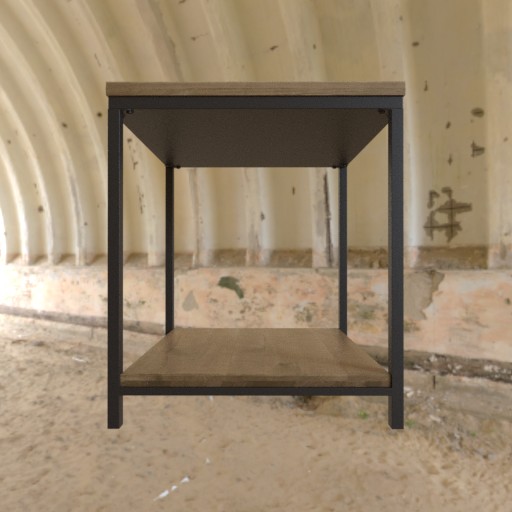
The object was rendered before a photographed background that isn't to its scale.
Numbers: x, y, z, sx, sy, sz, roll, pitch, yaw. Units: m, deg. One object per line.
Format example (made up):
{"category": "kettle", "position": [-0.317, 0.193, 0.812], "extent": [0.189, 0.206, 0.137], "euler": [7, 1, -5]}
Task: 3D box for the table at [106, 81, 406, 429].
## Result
{"category": "table", "position": [0.000, 0.000, 1.000], "extent": [0.507, 0.589, 0.503], "euler": [0, 0, 0]}
